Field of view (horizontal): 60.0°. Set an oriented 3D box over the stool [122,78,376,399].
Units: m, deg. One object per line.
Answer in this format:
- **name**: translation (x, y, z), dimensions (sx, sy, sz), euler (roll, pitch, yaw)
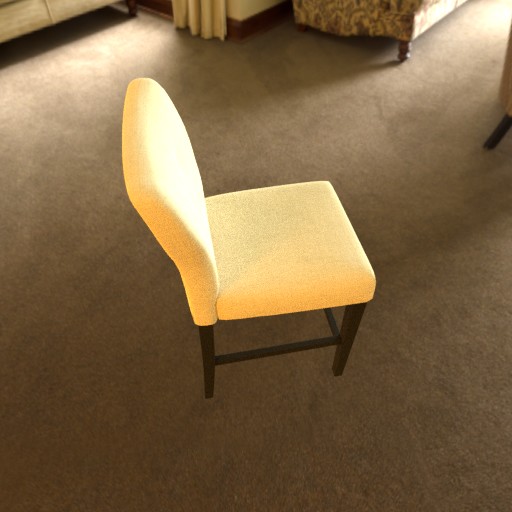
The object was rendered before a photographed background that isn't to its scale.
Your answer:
- **stool**: translation (0.000, 0.000, 1.368), dimensions (0.603, 0.972, 0.514), euler (-8, 48, -7)
